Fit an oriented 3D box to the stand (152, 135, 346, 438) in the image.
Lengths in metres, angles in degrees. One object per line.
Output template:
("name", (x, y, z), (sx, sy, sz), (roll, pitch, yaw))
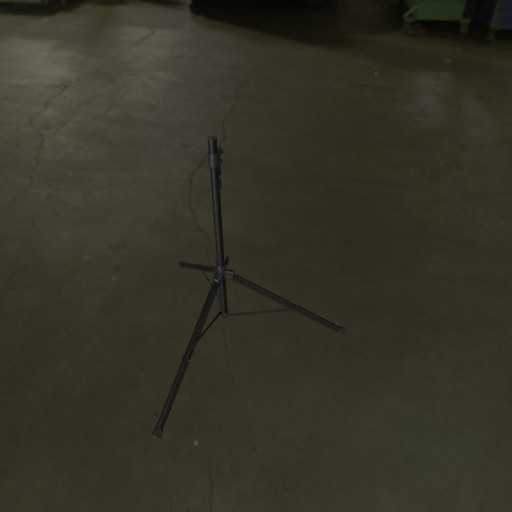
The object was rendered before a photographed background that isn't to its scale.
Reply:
("stand", (0.000, 0.000, 2.783), (1.339, 1.595, 1.596), (0, 41, 0))
